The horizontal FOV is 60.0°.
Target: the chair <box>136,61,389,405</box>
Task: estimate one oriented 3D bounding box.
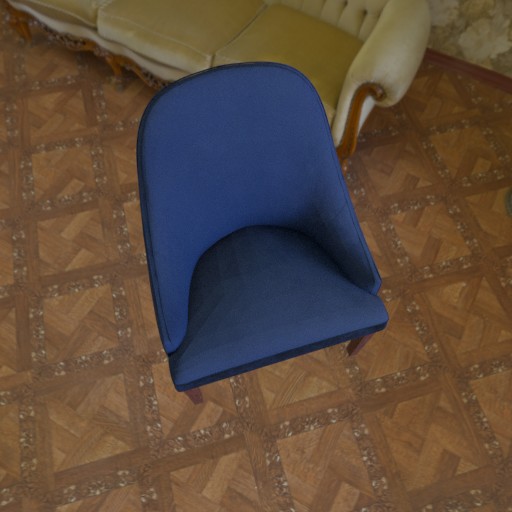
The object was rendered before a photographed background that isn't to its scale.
[{"bbox_3d":[0.000,0.000,1.291,0.643,0.889,0.575,-15,63,-8],"label":"chair"}]
